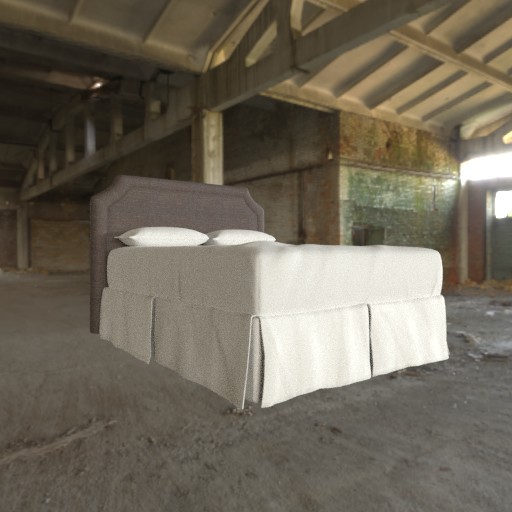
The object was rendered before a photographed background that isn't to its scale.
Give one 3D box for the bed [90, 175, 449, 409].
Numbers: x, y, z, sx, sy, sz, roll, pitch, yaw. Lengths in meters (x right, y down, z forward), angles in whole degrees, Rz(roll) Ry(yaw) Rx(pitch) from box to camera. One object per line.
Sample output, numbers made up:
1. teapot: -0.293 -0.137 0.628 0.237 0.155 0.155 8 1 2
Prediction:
1. bed: 0.000 0.000 3.148 1.693 1.290 2.116 -1 1 -37
